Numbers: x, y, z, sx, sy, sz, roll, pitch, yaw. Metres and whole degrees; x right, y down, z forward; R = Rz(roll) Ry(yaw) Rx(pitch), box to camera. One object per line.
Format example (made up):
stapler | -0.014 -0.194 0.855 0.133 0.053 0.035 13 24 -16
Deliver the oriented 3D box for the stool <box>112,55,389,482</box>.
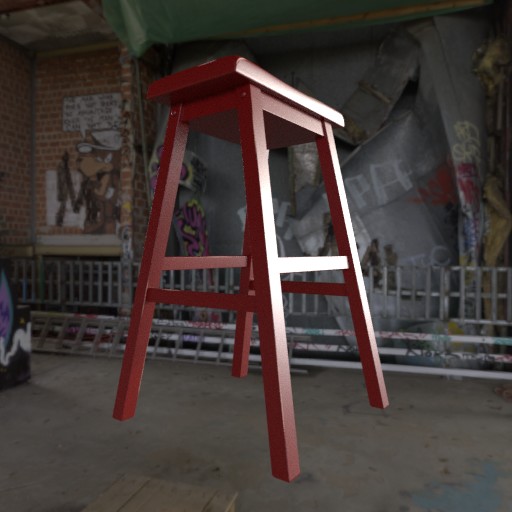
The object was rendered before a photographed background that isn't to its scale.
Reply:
stool | 0.000 0.000 1.046 0.476 0.737 0.457 0 1 37
